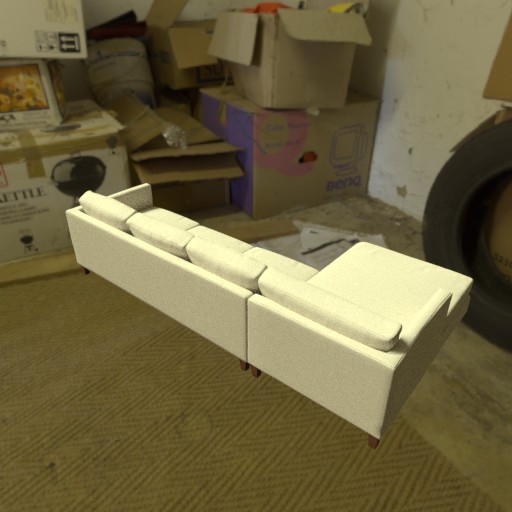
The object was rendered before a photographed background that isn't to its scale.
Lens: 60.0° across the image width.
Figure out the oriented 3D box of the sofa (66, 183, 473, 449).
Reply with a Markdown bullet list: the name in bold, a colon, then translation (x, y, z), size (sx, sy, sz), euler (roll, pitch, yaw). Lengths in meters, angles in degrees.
- **sofa**: translation (0.000, 0.000, 3.833), size (3.186, 0.846, 1.625), euler (22, 37, 33)
